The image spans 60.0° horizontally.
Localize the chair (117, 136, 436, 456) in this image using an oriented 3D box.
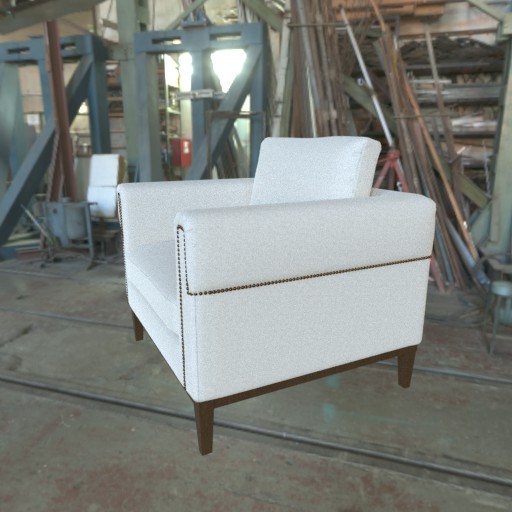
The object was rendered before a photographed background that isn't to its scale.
[{"bbox_3d":[0.000,0.000,1.756,0.896,0.915,0.982,-7,16,-26],"label":"chair"}]
